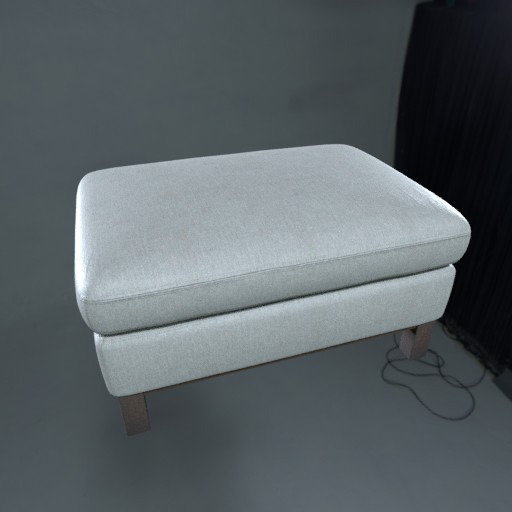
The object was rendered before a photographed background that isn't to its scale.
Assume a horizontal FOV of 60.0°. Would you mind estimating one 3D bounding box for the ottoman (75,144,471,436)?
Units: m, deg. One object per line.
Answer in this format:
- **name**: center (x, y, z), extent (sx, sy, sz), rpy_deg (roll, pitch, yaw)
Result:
- **ottoman**: center (0.000, 0.000, 1.013), extent (0.735, 0.404, 0.528), rpy_deg (-10, 33, -16)
